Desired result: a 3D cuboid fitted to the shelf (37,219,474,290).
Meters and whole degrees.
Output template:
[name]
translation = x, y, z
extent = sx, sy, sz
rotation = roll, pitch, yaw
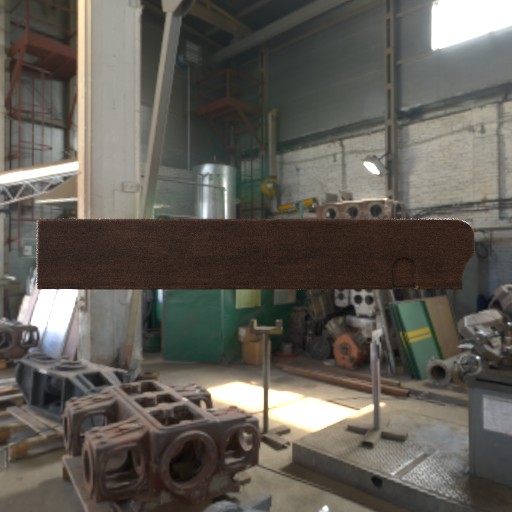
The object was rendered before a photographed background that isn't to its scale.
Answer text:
[shelf]
translation = 0.000, 0.000, 0.466
extent = 0.310, 0.050, 0.310
rotation = 0, 0, 0
